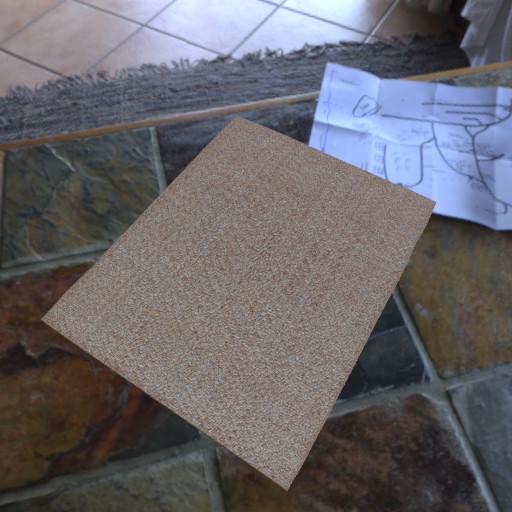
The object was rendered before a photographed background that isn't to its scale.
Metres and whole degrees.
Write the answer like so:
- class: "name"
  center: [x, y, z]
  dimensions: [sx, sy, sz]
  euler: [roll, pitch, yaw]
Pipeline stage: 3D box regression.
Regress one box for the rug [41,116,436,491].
- class: "rug"
  center: [0.000, 0.000, 4.100]
  dimensions: [2.439, 0.013, 3.048]
  euler: [28, 62, 16]
